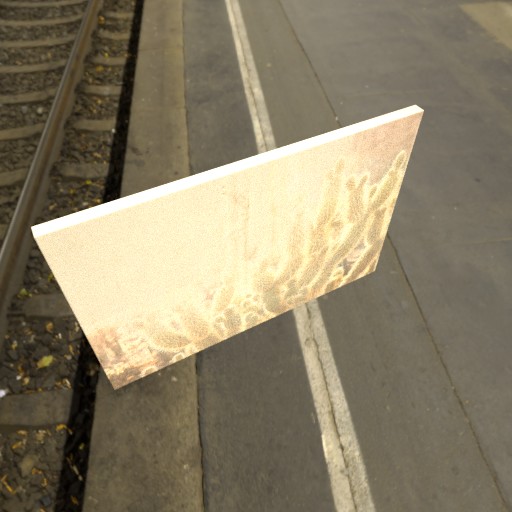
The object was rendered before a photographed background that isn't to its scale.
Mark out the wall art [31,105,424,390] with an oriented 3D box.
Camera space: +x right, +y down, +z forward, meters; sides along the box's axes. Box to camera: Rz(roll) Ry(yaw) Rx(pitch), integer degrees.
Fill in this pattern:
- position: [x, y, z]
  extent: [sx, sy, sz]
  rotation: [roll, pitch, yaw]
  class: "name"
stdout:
- position: [0.000, 0.000, 1.458]
  extent: [1.142, 0.758, 0.041]
  rotation: [-22, 51, -19]
  class: "wall art"
